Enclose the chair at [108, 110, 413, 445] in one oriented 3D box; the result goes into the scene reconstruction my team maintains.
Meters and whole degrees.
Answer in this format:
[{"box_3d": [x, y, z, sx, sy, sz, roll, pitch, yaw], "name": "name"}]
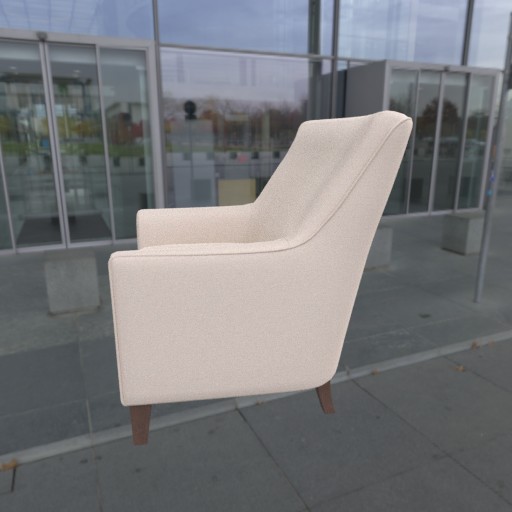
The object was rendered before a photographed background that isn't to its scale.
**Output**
[{"box_3d": [0.000, 0.000, 1.518, 0.879, 0.916, 0.756, -2, 15, -9], "name": "chair"}]
